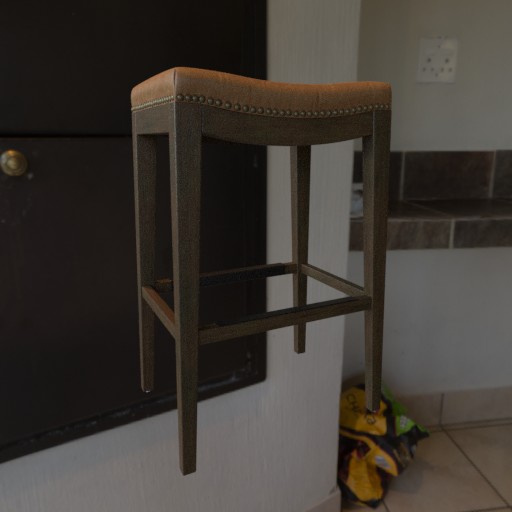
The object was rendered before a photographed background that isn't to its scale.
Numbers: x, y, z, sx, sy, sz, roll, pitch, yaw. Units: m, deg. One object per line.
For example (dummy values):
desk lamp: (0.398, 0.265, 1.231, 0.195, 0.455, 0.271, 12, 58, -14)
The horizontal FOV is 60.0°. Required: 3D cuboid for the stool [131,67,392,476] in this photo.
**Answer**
stool: (0.000, 0.000, 1.037, 0.500, 0.759, 0.361, -7, 16, -26)
